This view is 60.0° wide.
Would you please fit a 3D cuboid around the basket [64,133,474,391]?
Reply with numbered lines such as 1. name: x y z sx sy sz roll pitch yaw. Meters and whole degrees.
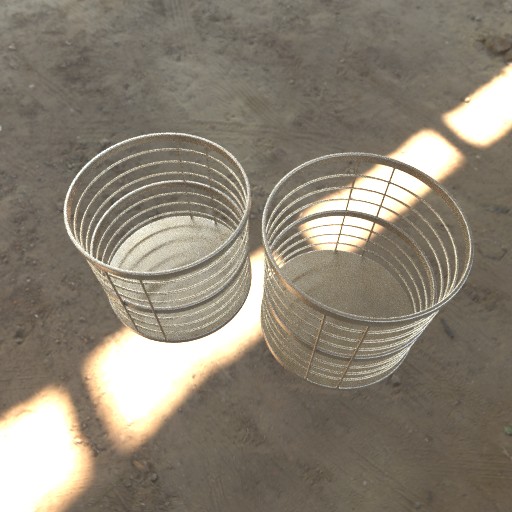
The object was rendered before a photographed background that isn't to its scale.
1. basket: 0.000 0.000 0.931 0.746 0.351 0.356 14 58 9
